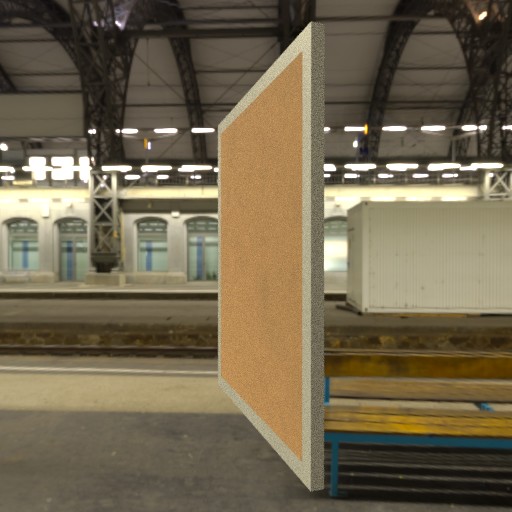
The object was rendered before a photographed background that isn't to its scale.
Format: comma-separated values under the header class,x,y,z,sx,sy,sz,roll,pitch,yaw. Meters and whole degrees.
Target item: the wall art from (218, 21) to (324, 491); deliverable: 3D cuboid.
class,x,y,z,sx,sy,sz,roll,pitch,yaw
wall art,0.000,0.000,1.082,0.026,0.811,0.661,0,0,-19
